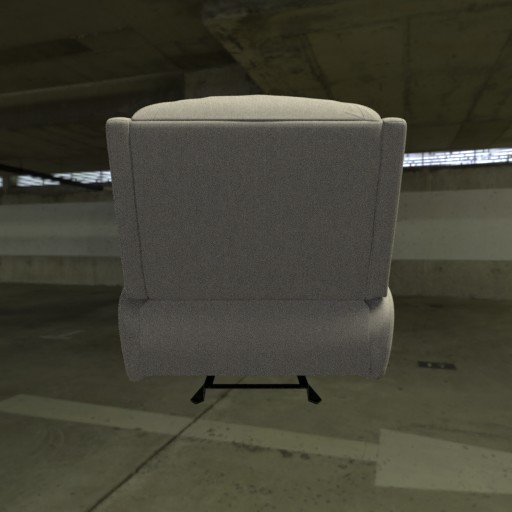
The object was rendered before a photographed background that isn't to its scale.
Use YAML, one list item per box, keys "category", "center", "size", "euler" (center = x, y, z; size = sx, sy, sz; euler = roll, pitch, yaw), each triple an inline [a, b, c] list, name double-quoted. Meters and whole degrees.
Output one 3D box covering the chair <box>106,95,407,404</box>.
- category: "chair"
  center: [0.000, 0.000, 1.710]
  size: [0.930, 1.011, 0.899]
  euler: [0, 1, 0]
